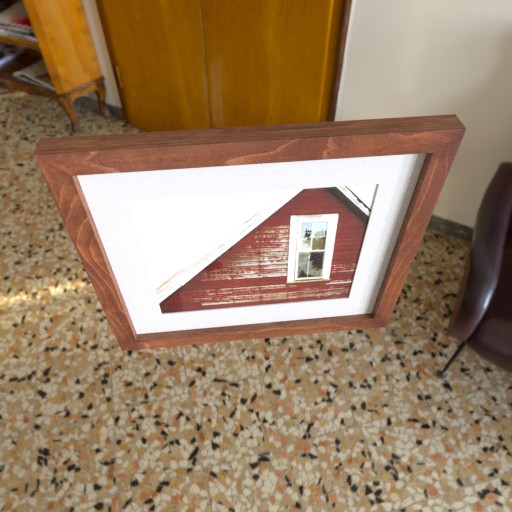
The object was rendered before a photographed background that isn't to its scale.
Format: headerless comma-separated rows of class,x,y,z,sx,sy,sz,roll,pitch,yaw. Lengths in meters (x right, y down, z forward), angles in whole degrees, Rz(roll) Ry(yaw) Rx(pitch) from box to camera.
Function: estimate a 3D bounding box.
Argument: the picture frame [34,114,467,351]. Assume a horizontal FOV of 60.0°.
picture frame,0.000,0.000,0.520,0.381,0.330,0.025,-5,49,-4
